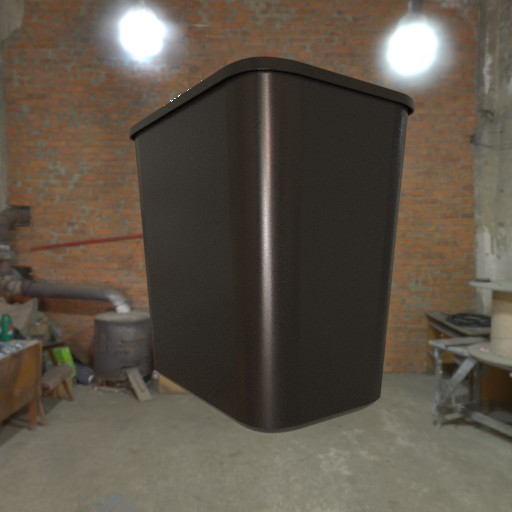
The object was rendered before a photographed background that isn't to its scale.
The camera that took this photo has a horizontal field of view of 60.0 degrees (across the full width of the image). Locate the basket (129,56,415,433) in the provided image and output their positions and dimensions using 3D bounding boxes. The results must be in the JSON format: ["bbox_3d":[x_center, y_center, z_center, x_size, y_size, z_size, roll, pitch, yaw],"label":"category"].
[{"bbox_3d":[0.000,0.000,0.501,0.211,0.307,0.300,-1,2,-35],"label":"basket"}]
